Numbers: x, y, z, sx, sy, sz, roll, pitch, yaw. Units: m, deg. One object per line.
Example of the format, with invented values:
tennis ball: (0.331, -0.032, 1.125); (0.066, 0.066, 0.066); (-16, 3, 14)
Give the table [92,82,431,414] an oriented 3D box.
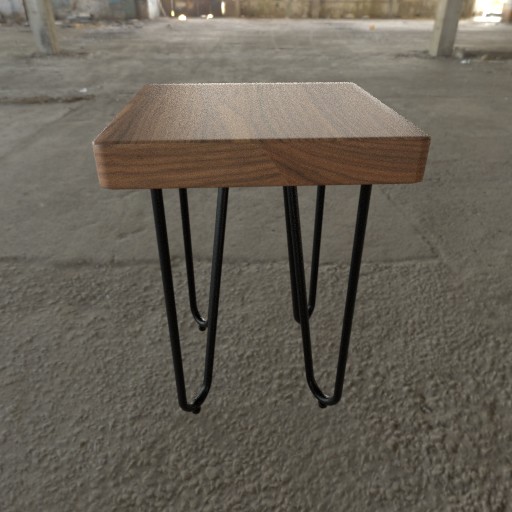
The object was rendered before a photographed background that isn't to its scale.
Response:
table: (0.000, 0.000, 0.974); (0.479, 0.641, 0.480); (-2, 30, -3)
